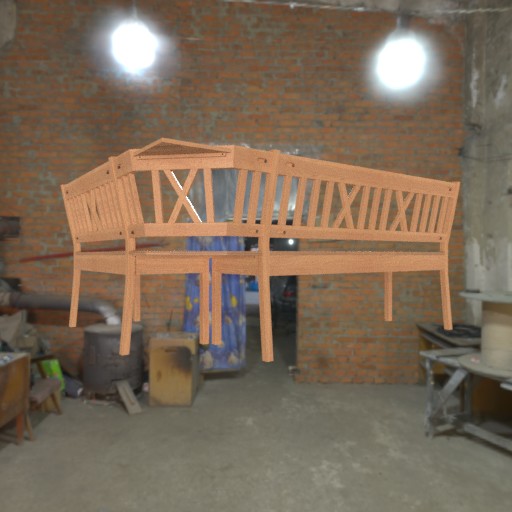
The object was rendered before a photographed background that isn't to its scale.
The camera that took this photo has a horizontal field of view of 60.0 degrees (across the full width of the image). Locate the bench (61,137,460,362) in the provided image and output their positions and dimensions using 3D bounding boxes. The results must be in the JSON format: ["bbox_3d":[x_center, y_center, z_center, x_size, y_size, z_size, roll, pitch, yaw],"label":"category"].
[{"bbox_3d":[0.000,0.000,2.740,1.937,0.902,1.537,0,0,-36],"label":"bench"}]
